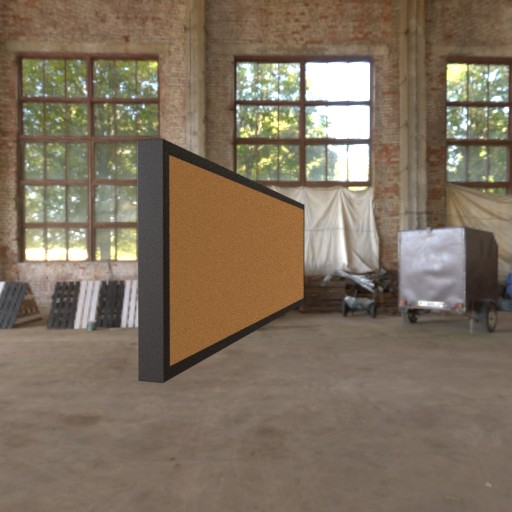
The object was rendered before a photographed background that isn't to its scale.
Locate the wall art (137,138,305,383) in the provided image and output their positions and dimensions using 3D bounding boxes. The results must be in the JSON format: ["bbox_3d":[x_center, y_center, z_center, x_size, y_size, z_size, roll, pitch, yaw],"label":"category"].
[{"bbox_3d":[0.000,0.000,0.963,0.037,0.303,0.860,0,1,18],"label":"wall art"}]
